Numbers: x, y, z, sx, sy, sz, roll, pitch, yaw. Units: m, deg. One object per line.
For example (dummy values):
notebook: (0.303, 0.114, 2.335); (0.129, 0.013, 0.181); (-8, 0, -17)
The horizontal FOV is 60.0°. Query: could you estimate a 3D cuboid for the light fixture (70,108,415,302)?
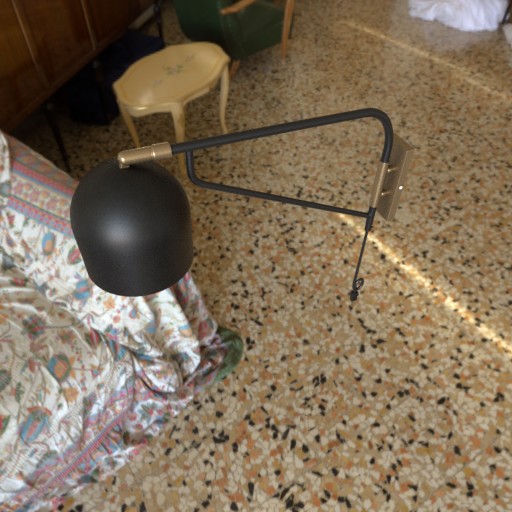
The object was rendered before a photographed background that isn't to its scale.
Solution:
light fixture: (0.000, 0.000, 1.044); (0.720, 0.696, 0.215); (-18, 49, -16)
